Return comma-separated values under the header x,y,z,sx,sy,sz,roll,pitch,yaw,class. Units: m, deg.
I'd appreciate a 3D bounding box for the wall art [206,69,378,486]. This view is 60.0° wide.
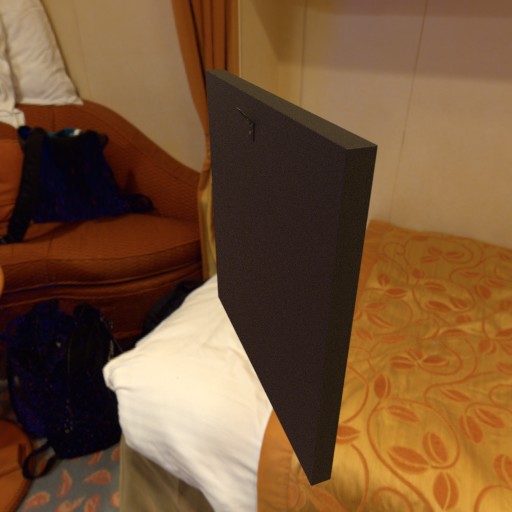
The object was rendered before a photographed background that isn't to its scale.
x,y,z,sx,sy,sz,roll,pitch,yaw,class
0.000,0.000,0.504,0.038,0.349,0.349,-10,32,-17,wall art
